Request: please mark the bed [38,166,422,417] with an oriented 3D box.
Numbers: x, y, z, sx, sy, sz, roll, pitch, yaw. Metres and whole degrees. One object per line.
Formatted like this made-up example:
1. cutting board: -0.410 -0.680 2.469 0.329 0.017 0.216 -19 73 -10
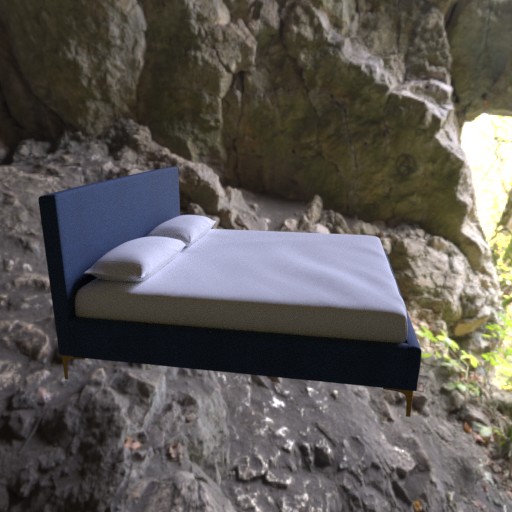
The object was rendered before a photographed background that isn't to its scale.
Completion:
1. bed: 0.000 0.000 3.543 2.232 1.231 2.096 3 16 10
